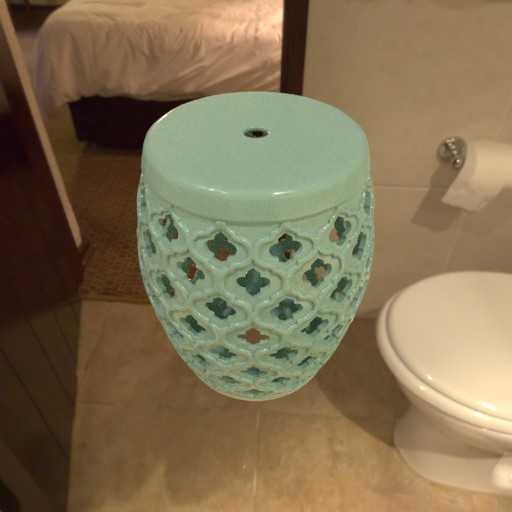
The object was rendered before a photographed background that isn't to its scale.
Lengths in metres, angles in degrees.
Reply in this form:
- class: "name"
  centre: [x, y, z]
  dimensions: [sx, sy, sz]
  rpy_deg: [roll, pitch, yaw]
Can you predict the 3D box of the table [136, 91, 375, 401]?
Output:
- class: "table"
  centre: [0.000, 0.000, 0.647]
  dimensions: [0.325, 0.388, 0.325]
  rpy_deg: [0, 41, 0]
